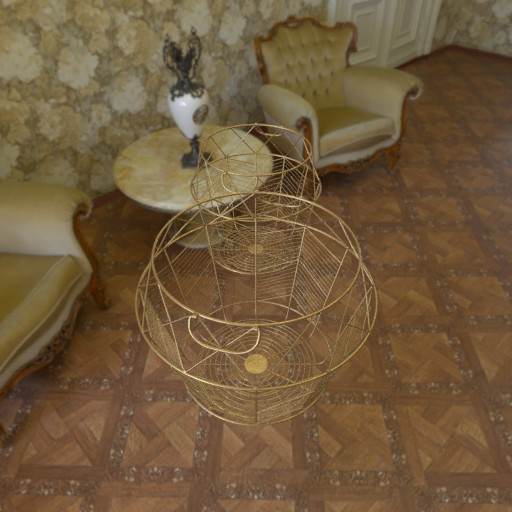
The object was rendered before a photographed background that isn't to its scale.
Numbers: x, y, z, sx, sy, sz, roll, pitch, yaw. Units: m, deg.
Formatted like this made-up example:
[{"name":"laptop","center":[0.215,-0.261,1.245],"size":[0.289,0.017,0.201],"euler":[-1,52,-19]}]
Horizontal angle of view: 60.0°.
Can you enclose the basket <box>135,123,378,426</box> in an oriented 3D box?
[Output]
[{"name":"basket","center":[0.000,0.000,1.023],"size":[0.451,0.343,0.805],"euler":[0,40,0]}]
